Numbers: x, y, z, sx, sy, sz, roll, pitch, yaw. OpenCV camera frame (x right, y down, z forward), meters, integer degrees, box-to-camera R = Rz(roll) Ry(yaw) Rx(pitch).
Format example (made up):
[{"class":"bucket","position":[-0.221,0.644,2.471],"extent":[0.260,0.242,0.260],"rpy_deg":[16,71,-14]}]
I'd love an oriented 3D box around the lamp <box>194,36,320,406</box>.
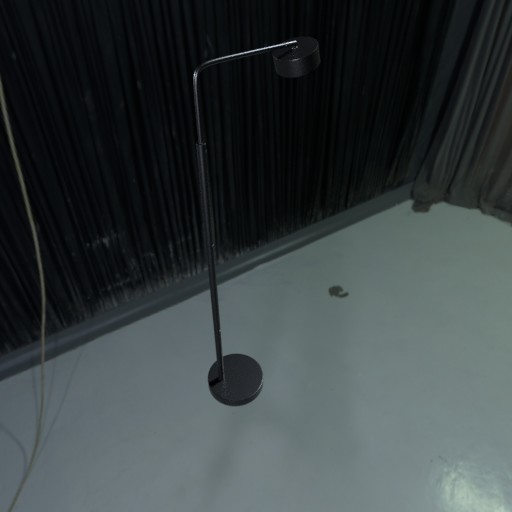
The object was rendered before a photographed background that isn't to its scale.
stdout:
[{"class":"lamp","position":[0.000,0.000,1.421],"extent":[0.418,1.230,0.219],"rpy_deg":[-25,46,-26]}]
